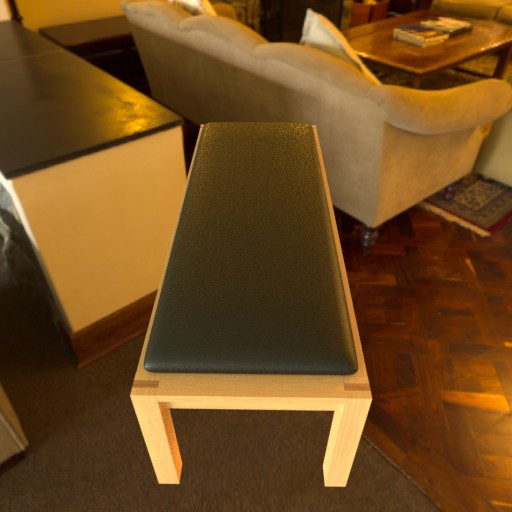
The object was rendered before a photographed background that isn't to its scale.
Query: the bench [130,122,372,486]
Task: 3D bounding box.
[{"bbox_3d":[0.000,0.000,1.388,0.450,0.430,1.202,1,40,1],"label":"bench"}]
